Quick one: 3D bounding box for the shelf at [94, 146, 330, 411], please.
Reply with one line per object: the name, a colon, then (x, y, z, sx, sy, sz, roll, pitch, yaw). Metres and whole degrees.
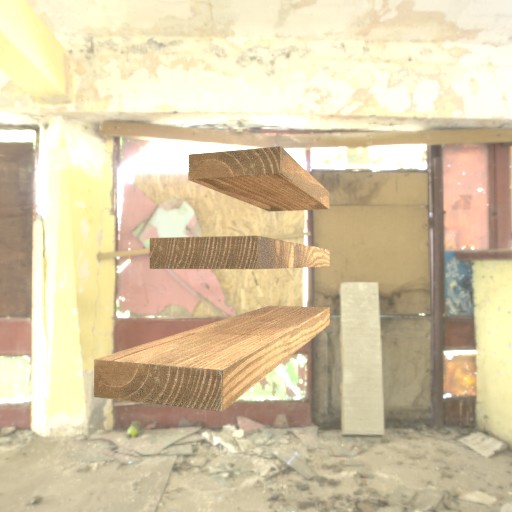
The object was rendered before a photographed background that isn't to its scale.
shelf: (0.000, 0.000, 0.713, 0.140, 0.293, 0.610, 0, -1, 18)
